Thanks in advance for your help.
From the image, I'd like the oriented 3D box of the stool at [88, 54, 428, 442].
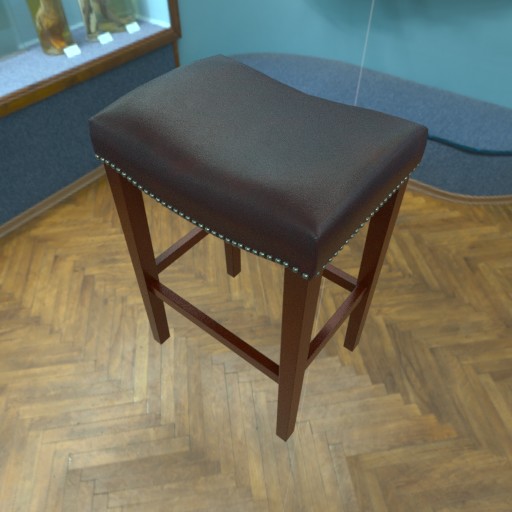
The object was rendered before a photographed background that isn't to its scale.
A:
[{"bbox_3d":[0.000,0.000,1.032,0.504,0.742,0.372,30,54,25],"label":"stool"}]
